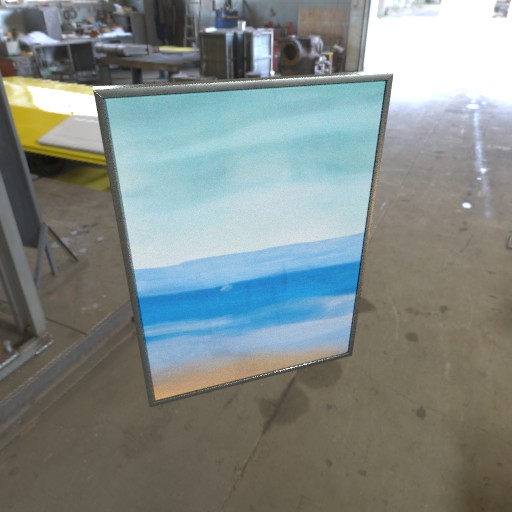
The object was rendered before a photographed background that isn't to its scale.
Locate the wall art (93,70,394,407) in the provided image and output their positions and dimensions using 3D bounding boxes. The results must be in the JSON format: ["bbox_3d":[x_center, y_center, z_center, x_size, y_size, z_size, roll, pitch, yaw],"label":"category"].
[{"bbox_3d":[0.000,0.000,1.415,0.803,1.062,0.041,-10,32,-16],"label":"wall art"}]
